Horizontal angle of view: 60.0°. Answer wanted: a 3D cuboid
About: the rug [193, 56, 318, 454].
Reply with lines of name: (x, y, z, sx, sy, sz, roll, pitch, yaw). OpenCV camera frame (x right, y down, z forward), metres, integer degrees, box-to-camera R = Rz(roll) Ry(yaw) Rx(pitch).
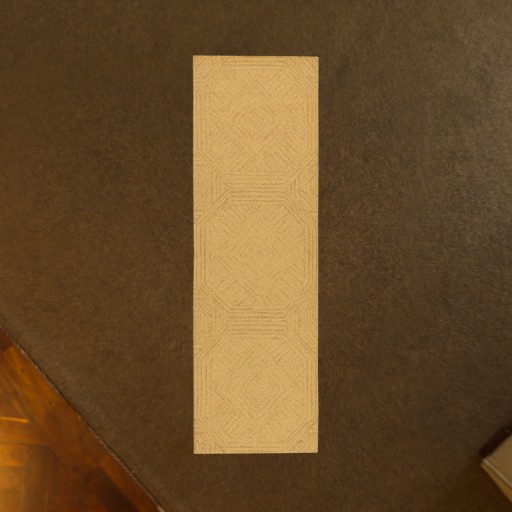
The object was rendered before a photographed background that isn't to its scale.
rug: (0.000, 0.000, 2.740, 0.775, 0.012, 2.452, 0, 91, -1)
